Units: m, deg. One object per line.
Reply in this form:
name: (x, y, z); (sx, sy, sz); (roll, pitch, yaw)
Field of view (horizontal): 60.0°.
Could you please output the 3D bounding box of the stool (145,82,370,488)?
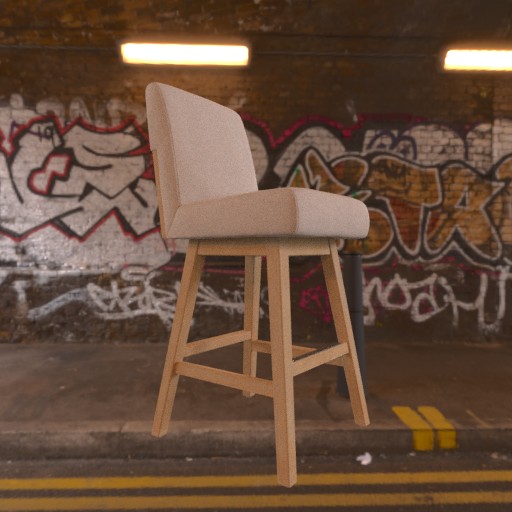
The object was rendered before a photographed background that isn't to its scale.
stool: (0.000, 0.000, 1.294); (0.543, 1.015, 0.446); (1, 1, 37)
